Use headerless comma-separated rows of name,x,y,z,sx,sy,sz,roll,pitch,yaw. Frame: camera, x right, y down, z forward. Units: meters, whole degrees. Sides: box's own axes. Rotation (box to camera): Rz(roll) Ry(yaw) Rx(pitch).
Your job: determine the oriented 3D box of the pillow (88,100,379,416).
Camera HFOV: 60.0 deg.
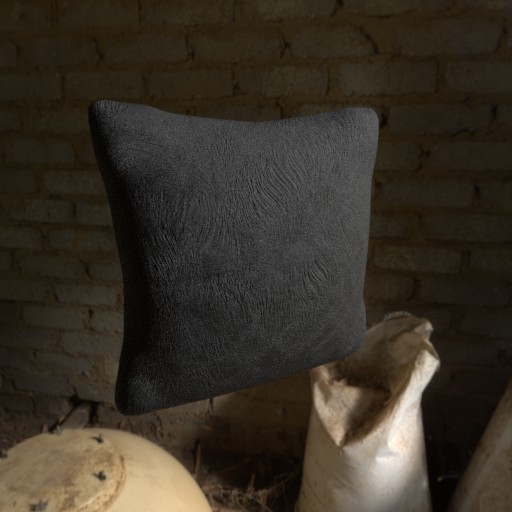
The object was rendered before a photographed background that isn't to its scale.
pillow,0.000,0.000,0.799,0.533,0.523,0.210,-9,19,-26
